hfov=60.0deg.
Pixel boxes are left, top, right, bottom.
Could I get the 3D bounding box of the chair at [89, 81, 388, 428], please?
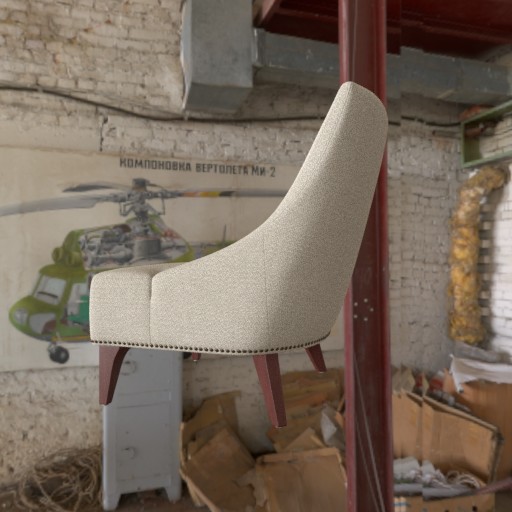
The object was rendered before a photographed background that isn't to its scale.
[{"bbox_3d":[0.000,0.000,1.510,0.861,0.909,0.701,0,0,19],"label":"chair"}]
